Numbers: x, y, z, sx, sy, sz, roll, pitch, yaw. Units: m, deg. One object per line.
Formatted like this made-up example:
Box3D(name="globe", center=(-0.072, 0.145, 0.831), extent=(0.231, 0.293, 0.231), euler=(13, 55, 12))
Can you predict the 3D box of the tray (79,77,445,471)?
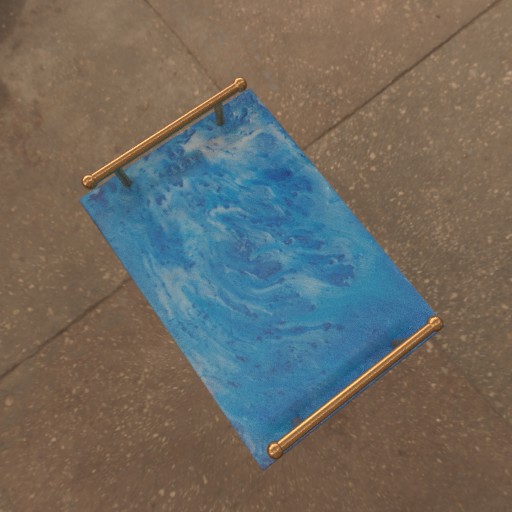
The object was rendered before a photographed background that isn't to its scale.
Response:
Box3D(name="tray", center=(0.000, 0.000, 0.585), extent=(0.304, 0.084, 0.444), euler=(-36, 79, -8))
